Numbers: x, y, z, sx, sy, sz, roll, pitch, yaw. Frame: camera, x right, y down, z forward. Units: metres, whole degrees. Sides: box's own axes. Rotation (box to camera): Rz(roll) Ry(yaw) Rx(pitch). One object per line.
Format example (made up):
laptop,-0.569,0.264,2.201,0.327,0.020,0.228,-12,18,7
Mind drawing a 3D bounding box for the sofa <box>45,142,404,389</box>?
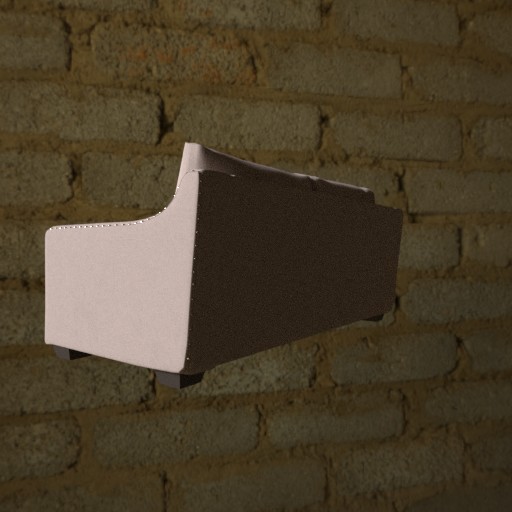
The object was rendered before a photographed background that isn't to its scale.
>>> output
sofa,0.000,0.000,2.525,1.030,0.901,1.967,1,1,37
